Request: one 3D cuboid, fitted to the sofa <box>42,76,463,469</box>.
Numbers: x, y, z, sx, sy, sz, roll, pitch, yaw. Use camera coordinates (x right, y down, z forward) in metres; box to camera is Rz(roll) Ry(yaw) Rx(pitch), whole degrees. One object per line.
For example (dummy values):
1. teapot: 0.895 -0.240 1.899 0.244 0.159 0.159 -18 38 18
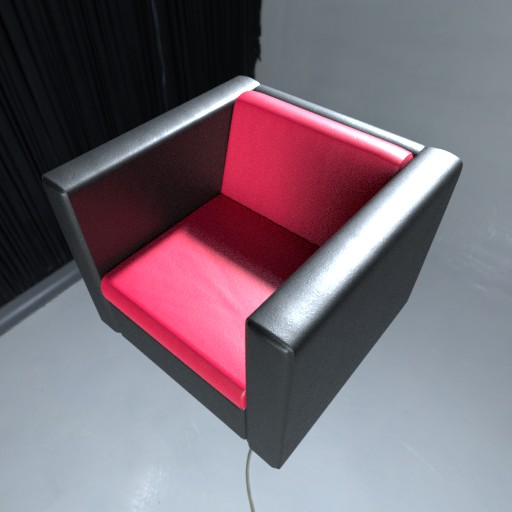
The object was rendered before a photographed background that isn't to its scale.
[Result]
1. sofa: 0.000 0.000 1.433 0.839 0.724 0.809 31 54 26
